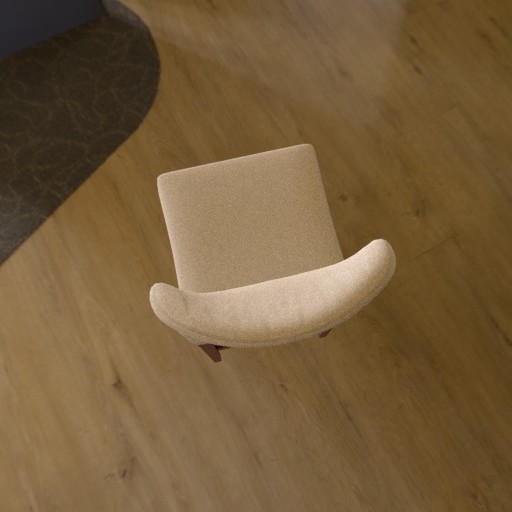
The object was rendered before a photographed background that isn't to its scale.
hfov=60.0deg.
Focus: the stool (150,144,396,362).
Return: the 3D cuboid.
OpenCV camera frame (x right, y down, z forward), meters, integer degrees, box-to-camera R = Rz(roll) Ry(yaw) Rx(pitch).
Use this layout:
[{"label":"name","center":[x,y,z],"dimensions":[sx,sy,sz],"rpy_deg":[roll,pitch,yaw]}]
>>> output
[{"label":"stool","center":[0.000,0.000,1.304],"dimensions":[0.479,0.968,0.568],"rpy_deg":[-13,76,-3]}]
